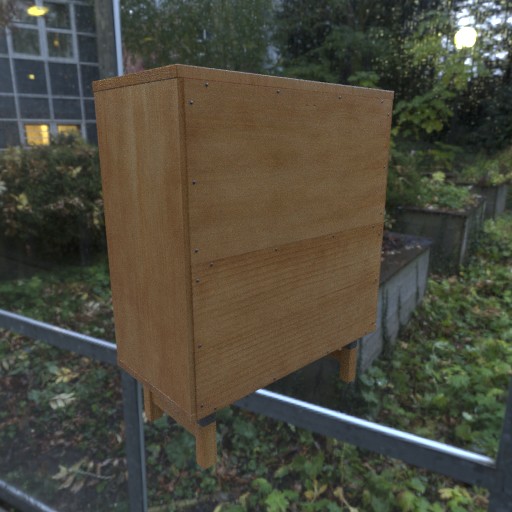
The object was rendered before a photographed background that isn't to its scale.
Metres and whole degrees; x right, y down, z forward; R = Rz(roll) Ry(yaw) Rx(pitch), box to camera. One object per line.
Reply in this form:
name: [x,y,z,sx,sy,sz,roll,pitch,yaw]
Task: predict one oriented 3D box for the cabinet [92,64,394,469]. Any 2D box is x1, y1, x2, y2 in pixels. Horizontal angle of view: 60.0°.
cabinet: [0.000,0.000,1.400,0.800,1.001,0.419,-13,20,-41]
